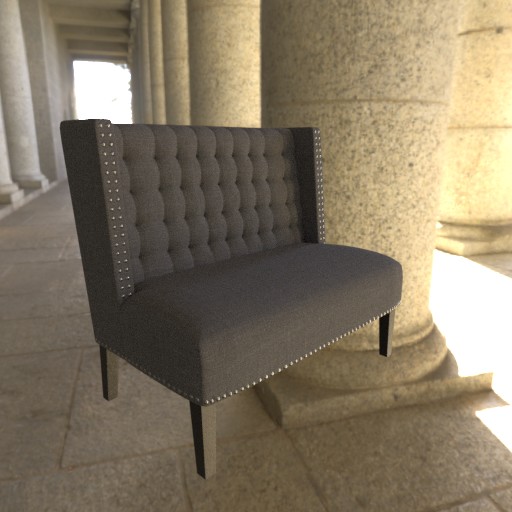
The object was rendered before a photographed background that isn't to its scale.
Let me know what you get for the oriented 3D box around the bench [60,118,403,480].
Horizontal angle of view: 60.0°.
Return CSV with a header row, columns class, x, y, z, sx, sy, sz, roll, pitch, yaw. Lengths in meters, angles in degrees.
class,x,y,z,sx,sy,sz,roll,pitch,yaw
bench,0.000,0.000,1.943,0.842,1.121,1.276,14,20,43
